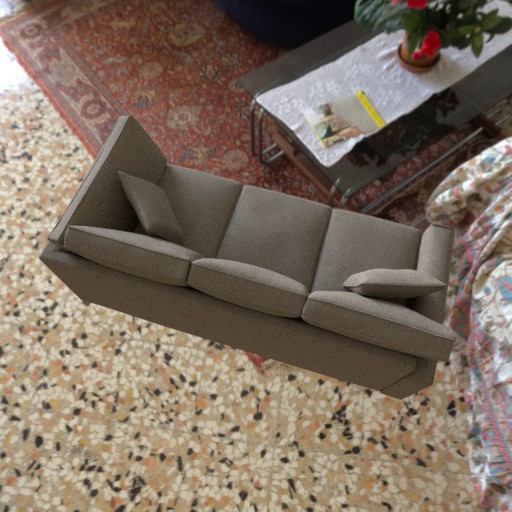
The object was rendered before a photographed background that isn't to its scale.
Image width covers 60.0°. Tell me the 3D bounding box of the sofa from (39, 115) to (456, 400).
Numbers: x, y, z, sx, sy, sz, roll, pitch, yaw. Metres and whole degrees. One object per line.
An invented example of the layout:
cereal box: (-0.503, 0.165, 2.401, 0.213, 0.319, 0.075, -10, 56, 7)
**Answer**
sofa: (0.000, 0.000, 2.854, 2.317, 0.962, 1.061, 15, 65, 7)
